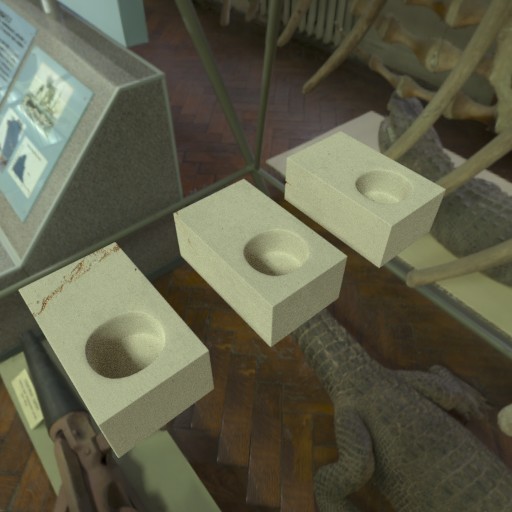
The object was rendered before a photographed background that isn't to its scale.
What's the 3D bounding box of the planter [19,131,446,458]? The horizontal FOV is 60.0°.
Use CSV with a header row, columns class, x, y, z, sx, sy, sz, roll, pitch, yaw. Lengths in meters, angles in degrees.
class,x,y,z,sx,sy,sz,roll,pitch,yaw
planter,0.000,0.000,0.372,0.333,0.051,0.127,-31,54,-26
